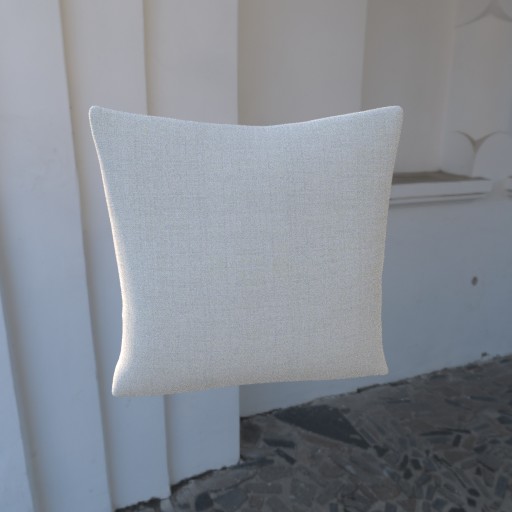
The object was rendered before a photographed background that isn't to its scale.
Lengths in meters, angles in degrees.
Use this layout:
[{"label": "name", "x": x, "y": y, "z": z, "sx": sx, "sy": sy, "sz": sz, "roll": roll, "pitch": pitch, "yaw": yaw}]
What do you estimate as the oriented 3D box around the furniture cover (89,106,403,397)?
[{"label": "furniture cover", "x": 0.000, "y": 0.000, "z": 0.645, "sx": 0.435, "sy": 0.420, "sz": 0.145, "roll": -2, "pitch": 14, "yaw": -8}]
